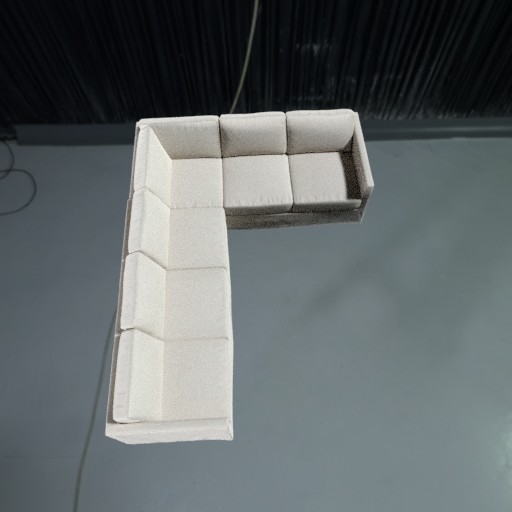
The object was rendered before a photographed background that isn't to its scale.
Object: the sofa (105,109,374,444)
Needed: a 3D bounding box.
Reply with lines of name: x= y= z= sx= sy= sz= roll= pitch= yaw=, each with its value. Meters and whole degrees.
sofa: x=0.000 y=0.000 z=4.277 sx=2.432 sy=0.871 sz=3.182 roll=-3 pitch=62 yaw=-2
